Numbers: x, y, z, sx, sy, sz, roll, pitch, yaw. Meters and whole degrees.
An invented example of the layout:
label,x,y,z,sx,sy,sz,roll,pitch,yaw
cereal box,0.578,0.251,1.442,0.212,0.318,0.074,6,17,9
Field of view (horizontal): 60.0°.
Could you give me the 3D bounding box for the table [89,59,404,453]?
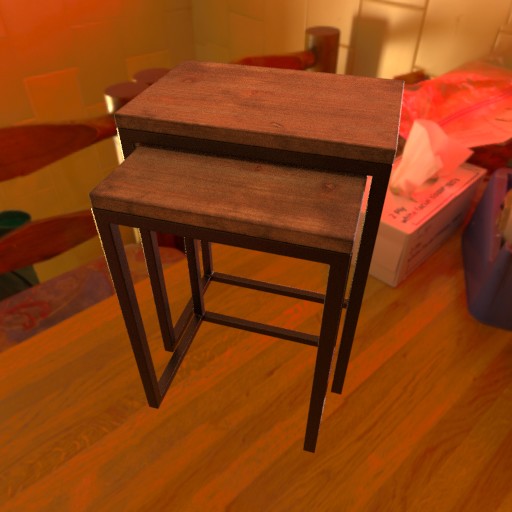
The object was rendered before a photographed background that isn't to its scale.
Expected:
label,x,y,z,sx,sy,sz,roll,pitch,yaw
table,0.000,0.000,0.918,0.456,0.615,0.460,12,42,14
